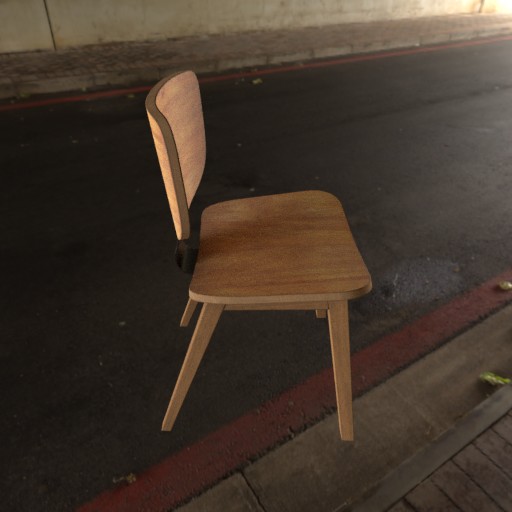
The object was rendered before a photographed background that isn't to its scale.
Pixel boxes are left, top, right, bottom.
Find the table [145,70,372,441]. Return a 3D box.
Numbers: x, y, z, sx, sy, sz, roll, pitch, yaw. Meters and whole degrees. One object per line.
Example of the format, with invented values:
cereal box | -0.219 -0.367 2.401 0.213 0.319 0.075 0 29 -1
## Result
table | 0.000 0.000 1.110 0.500 0.805 0.499 -1 34 -1
